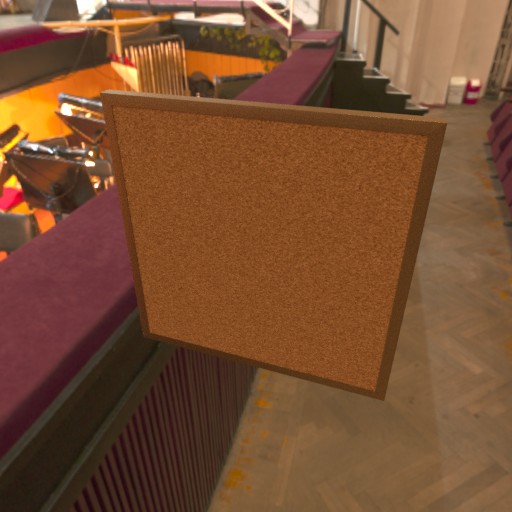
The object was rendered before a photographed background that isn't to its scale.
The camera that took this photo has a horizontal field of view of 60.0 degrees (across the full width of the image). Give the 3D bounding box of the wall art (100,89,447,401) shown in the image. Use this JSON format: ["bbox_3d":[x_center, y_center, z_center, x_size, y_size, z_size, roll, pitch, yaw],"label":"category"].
[{"bbox_3d":[0.000,0.000,1.149,0.767,0.765,0.036,11,34,17],"label":"wall art"}]
